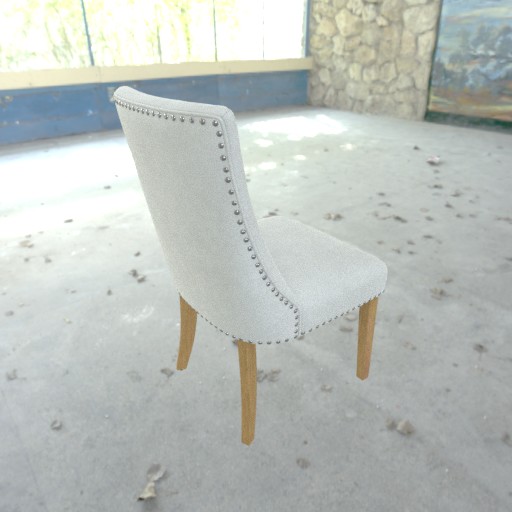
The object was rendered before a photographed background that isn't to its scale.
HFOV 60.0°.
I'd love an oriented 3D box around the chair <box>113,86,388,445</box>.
[{"bbox_3d":[0.000,0.000,1.257,0.610,0.902,0.495,-19,32,-33],"label":"chair"}]
